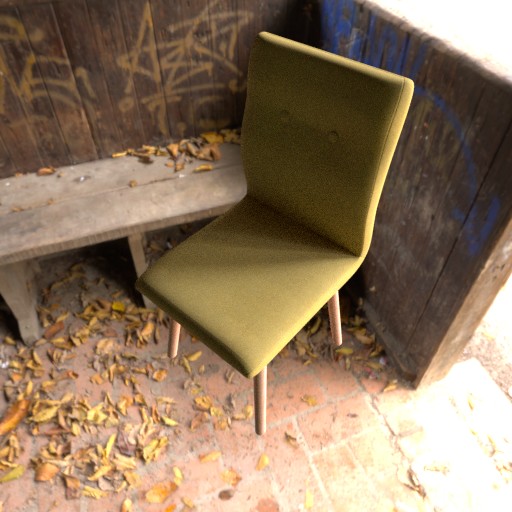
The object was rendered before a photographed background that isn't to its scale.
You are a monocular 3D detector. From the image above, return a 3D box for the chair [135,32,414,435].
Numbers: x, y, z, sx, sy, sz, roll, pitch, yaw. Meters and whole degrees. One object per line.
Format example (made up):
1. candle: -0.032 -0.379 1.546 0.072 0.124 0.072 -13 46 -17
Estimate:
1. chair: 0.000 0.000 1.257 0.450 0.965 0.550 32 54 27
